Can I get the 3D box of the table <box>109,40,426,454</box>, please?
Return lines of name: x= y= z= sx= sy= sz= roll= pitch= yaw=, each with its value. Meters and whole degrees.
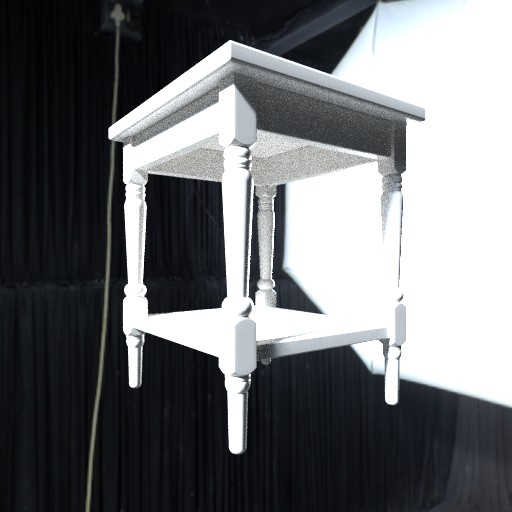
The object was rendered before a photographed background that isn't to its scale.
table: x=0.000 y=0.000 z=0.903 sx=0.442 sy=0.565 sz=0.488 roll=0 pitch=0 yaw=-36
